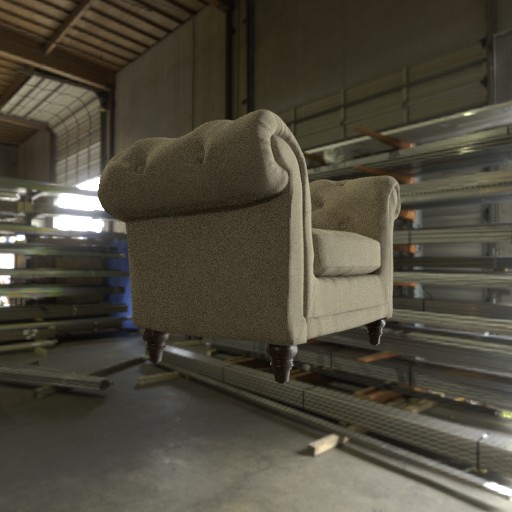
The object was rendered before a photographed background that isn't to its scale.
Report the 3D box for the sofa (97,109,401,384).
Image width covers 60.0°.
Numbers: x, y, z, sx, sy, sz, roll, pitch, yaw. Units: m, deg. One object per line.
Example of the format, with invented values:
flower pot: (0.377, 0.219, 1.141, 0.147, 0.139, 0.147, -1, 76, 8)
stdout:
sofa: (0.000, 0.000, 2.084, 1.034, 0.878, 1.405, -1, -2, 35)
